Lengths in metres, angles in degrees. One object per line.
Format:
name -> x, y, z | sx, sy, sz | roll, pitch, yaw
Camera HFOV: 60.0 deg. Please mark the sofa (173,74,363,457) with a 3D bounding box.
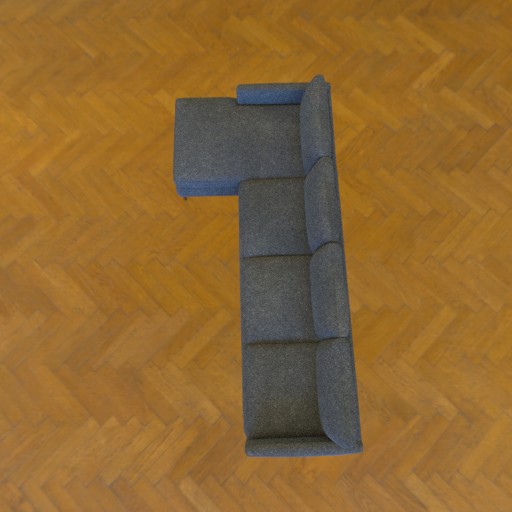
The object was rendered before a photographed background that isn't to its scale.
sofa -> 0.000, 0.000, 3.512 | 1.350, 0.810, 2.932 | -2, 75, -1
